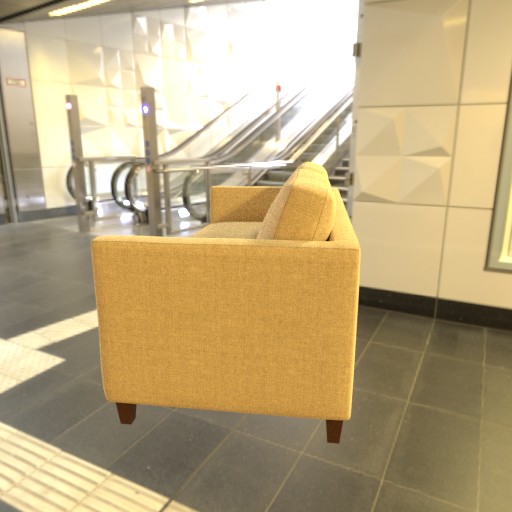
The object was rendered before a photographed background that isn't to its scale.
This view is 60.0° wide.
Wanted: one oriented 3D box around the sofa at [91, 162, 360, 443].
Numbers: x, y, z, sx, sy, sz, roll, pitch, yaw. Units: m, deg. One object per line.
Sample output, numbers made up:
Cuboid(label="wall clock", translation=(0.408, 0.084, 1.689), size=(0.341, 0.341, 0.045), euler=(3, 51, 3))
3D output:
Cuboid(label="sofa", translation=(0.000, 0.000, 2.417), size=(0.950, 0.963, 1.884), euler=(2, 15, 8))
